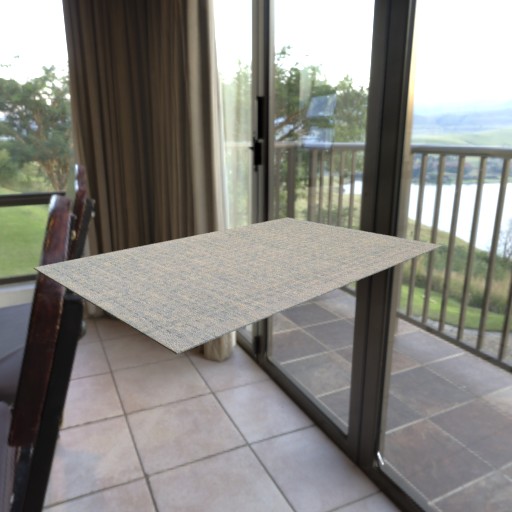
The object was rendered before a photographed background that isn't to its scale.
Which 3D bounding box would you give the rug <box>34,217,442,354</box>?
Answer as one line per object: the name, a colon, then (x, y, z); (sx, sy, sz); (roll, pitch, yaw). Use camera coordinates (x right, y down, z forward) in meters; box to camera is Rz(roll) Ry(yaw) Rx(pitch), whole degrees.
rug: (0.000, 0.000, 2.242); (1.752, 0.006, 1.142); (-15, 22, -42)
